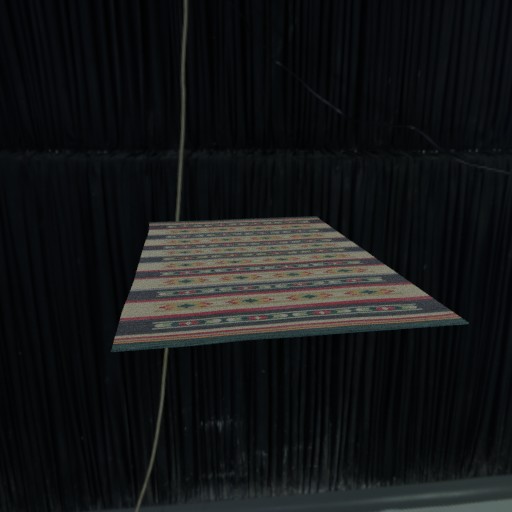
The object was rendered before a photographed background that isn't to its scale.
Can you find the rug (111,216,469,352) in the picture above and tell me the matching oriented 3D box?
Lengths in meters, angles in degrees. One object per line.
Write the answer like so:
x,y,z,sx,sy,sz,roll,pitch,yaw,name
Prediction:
0.000,0.000,2.923,1.522,0.010,2.311,-3,17,-9,rug
